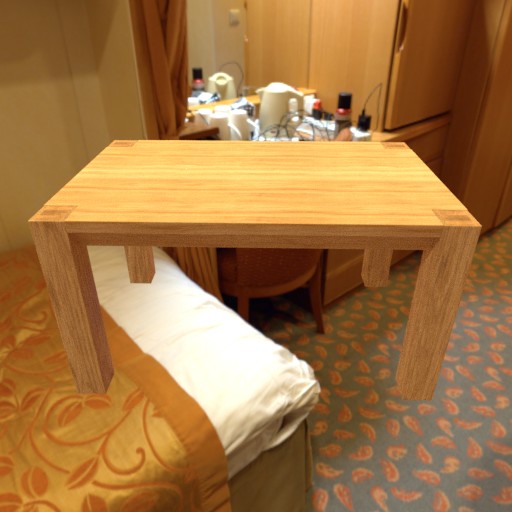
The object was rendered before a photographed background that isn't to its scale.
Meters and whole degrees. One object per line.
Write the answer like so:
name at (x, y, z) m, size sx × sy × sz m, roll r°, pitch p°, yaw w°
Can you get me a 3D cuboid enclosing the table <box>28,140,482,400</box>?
table at (0.000, 0.000, 1.941) m, size 1.400 × 0.760 × 0.900 m, roll 1°, pitch 30°, yaw 1°
